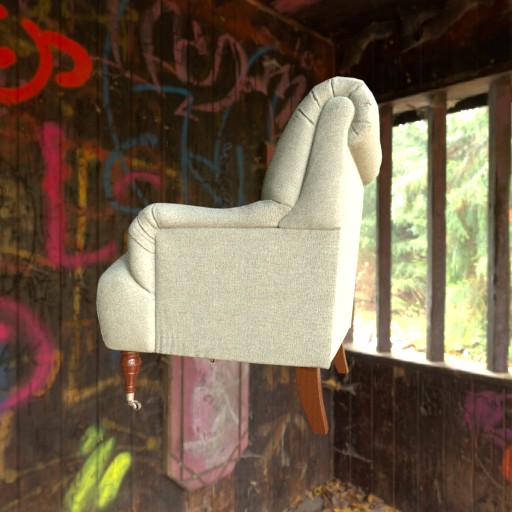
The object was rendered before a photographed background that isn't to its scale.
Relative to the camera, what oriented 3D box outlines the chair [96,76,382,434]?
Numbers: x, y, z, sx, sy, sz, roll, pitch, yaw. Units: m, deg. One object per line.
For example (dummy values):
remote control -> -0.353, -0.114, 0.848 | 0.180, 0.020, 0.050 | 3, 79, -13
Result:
chair -> 0.000, 0.000, 1.964 | 1.060, 1.178, 0.964 | 0, 0, 17
